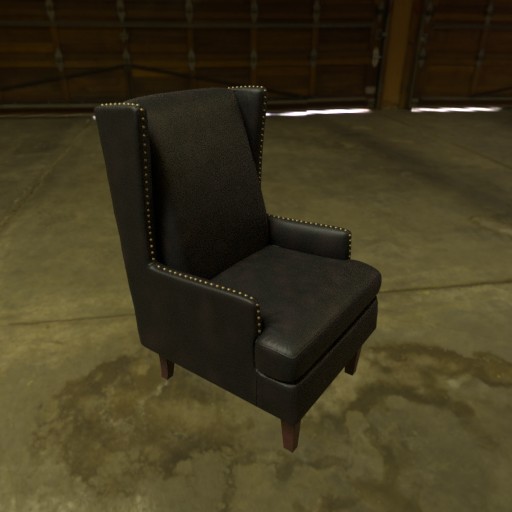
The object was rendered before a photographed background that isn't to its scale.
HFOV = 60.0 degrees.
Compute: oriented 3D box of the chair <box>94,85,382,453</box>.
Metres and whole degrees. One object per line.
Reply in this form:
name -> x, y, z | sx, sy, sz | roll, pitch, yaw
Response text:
chair -> 0.000, 0.000, 1.687 | 0.799, 1.142, 0.703 | 18, 32, 32
